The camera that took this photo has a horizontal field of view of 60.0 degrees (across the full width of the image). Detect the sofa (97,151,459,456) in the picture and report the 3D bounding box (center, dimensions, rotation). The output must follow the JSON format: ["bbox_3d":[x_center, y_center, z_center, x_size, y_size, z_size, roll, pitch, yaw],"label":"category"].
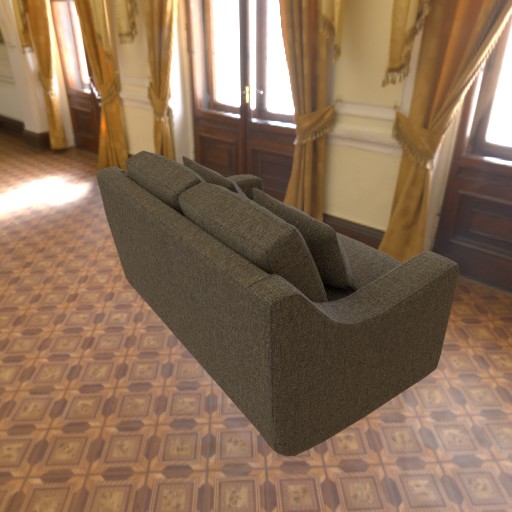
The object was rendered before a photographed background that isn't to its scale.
[{"bbox_3d":[0.000,0.000,2.406,1.120,0.991,1.778,-18,32,-30],"label":"sofa"}]
